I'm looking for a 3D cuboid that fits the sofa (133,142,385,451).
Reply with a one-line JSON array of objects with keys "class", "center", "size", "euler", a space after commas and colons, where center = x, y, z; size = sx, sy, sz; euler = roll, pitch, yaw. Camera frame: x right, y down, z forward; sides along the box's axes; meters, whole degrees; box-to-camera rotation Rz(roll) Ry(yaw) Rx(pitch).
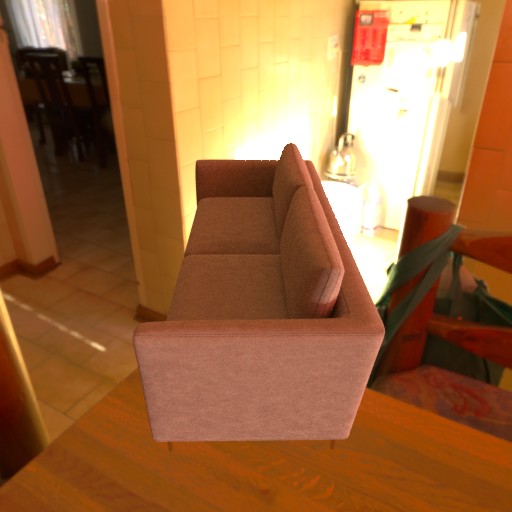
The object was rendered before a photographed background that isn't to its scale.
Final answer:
[{"class": "sofa", "center": [0.000, 0.000, 2.549], "size": [0.889, 0.864, 2.121], "euler": [0, 28, -1]}]
